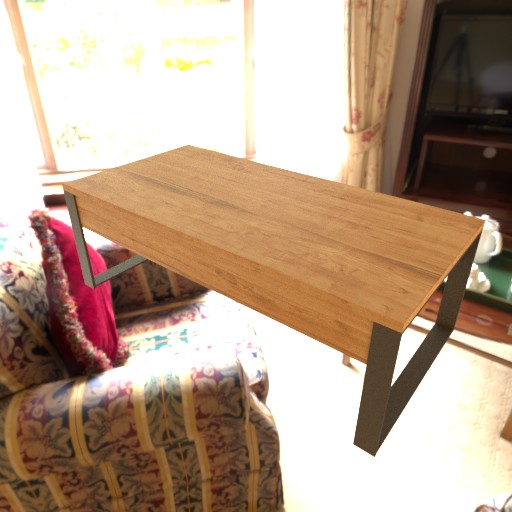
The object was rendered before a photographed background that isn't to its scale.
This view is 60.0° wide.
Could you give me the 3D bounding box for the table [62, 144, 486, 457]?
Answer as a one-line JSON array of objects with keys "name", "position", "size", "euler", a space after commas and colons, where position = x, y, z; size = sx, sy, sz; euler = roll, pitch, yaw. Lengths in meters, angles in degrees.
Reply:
[{"name": "table", "position": [0.000, 0.000, 1.456], "size": [1.180, 0.400, 0.590], "euler": [22, 37, 32]}]
